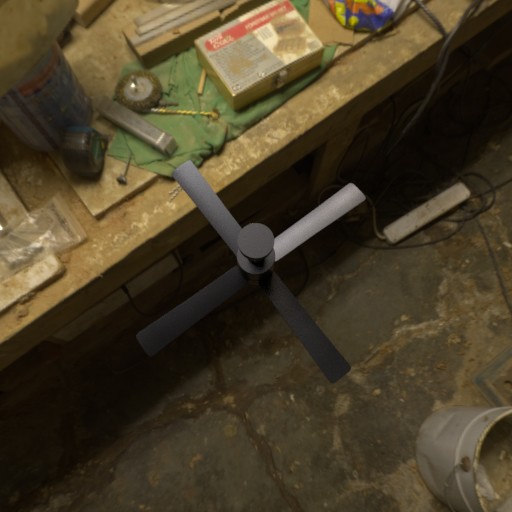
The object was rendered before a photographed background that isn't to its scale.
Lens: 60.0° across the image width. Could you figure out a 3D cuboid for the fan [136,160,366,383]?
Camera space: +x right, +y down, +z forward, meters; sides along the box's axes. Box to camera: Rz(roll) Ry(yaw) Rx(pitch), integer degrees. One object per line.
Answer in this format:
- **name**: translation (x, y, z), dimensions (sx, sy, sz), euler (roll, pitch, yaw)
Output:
- **fan**: translation (0.000, 0.000, 2.329), dimensions (1.525, 0.534, 1.525), euler (-35, 77, -9)
